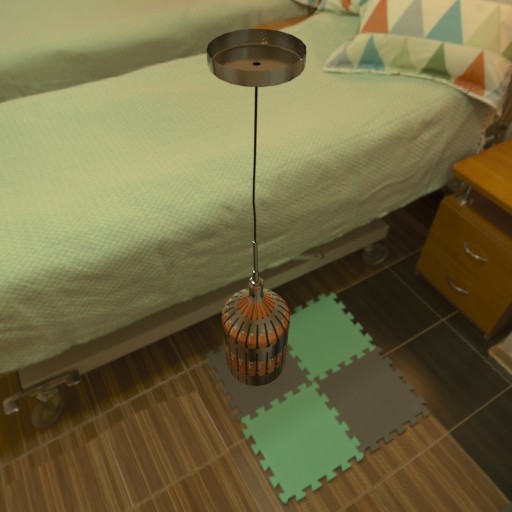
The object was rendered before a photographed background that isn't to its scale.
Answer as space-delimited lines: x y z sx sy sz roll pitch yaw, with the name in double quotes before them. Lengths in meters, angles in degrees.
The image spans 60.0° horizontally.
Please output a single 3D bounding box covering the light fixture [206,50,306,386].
"light fixture" 0.000 0.000 1.669 0.303 1.535 0.303 0 48 0
